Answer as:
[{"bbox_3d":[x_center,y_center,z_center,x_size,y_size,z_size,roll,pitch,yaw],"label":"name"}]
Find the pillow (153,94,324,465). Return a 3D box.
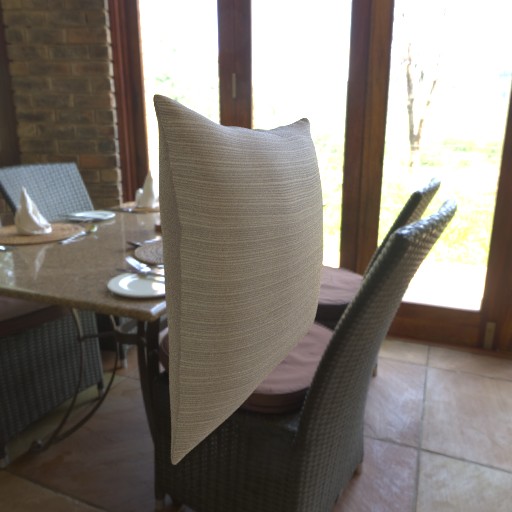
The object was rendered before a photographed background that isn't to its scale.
[{"bbox_3d":[0.000,0.000,0.781,0.204,0.497,0.512,7,16,25],"label":"pillow"}]
